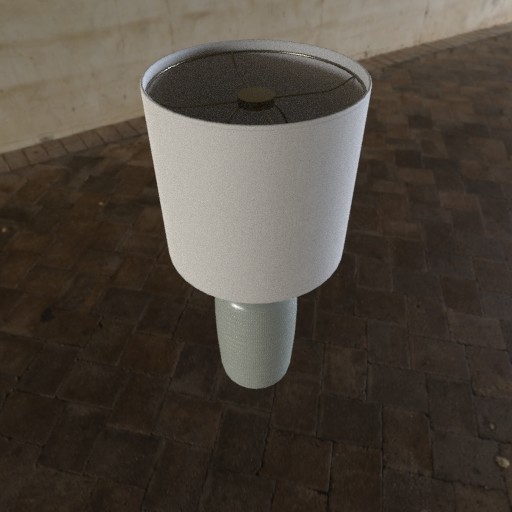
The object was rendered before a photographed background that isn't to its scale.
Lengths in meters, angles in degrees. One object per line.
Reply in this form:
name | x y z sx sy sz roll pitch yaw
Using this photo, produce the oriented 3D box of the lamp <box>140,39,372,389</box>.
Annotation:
lamp | 0.000 0.000 0.589 0.220 0.475 0.220 -1 42 -1
